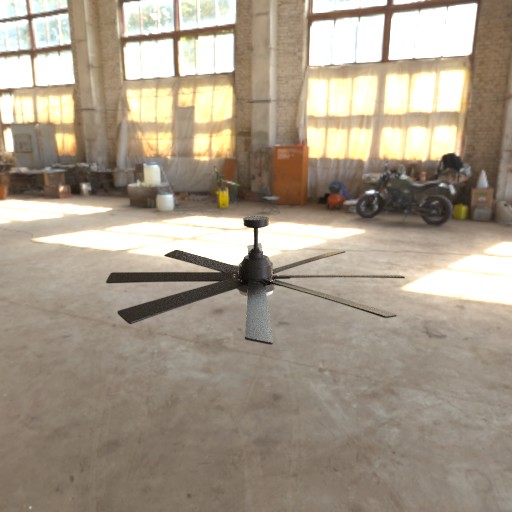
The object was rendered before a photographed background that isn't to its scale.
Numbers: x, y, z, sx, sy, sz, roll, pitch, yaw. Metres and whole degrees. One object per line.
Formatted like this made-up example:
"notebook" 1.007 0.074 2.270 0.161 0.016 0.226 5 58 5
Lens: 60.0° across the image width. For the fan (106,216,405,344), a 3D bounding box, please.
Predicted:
"fan" 0.000 0.000 2.726 1.830 0.472 1.830 14 20 42
